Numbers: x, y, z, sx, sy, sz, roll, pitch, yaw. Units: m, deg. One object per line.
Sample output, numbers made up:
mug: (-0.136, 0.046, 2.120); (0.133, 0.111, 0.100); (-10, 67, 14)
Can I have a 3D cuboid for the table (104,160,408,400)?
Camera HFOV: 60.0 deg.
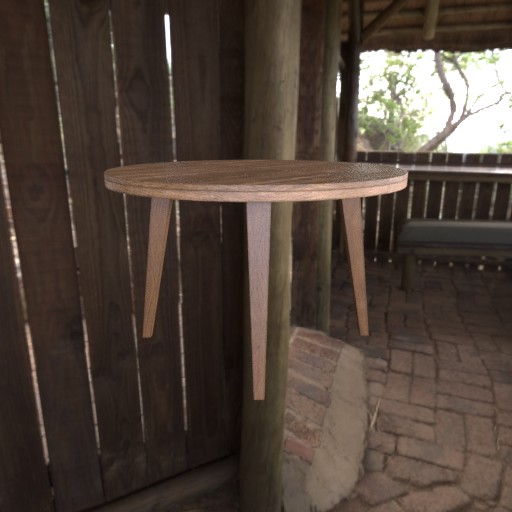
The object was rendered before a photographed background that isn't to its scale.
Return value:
table: (0.000, 0.000, 1.964); (1.213, 0.764, 1.213); (0, 16, 0)
